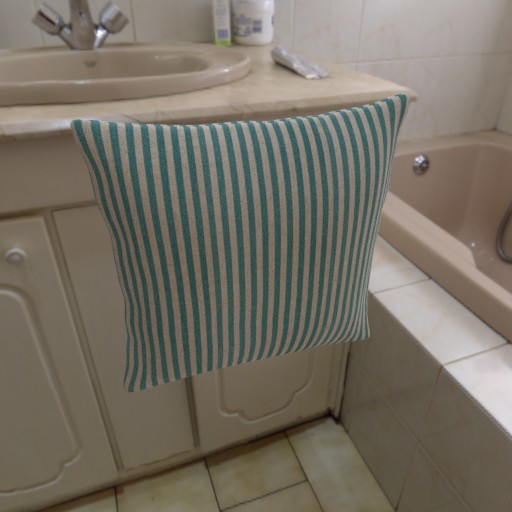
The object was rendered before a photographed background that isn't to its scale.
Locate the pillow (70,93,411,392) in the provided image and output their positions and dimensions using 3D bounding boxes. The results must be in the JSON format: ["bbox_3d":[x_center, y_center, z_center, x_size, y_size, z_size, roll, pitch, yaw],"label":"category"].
[{"bbox_3d":[0.000,0.000,0.774,0.523,0.510,0.166,-10,33,-15],"label":"pillow"}]
